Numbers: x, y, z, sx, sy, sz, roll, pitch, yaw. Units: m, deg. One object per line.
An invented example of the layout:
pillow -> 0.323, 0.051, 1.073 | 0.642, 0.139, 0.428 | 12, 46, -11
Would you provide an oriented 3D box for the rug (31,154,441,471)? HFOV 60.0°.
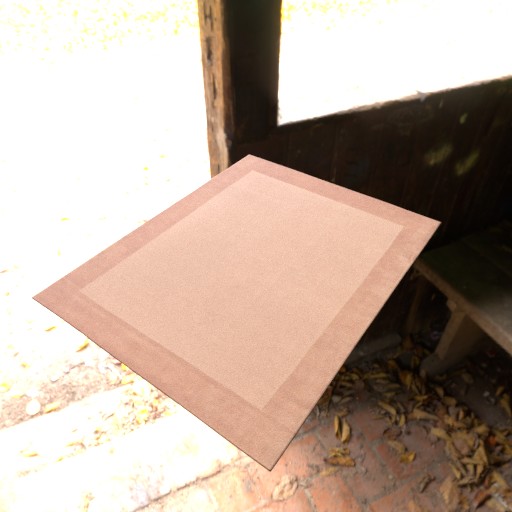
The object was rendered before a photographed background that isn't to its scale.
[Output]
rug -> 0.000, 0.000, 4.095 | 2.431, 0.021, 3.057 | 25, 47, 26
